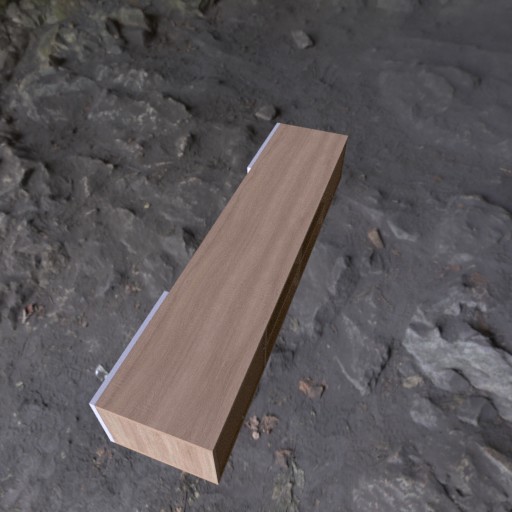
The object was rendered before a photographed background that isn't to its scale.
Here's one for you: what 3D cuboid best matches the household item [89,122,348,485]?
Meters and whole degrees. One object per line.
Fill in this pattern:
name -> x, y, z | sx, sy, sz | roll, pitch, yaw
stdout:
household item -> 0.000, 0.000, 2.044 | 0.420, 0.310, 1.850 | 15, 47, 14
